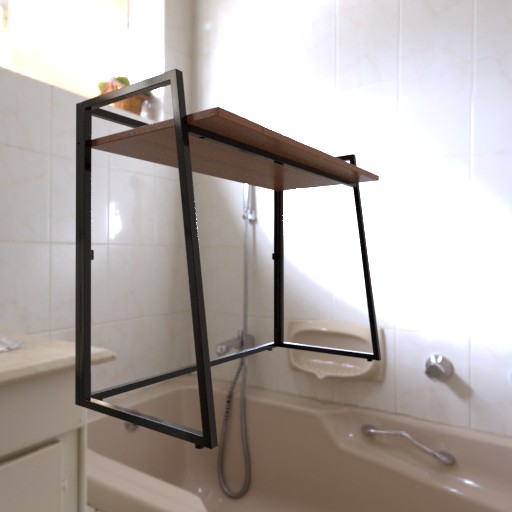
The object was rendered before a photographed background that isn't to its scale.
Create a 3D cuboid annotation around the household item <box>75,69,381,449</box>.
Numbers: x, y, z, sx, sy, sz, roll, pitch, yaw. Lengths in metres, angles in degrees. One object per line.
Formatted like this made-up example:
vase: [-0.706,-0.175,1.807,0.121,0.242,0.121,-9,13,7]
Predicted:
household item: [0.000,0.000,1.531,0.510,0.860,1.050,0,0,35]
